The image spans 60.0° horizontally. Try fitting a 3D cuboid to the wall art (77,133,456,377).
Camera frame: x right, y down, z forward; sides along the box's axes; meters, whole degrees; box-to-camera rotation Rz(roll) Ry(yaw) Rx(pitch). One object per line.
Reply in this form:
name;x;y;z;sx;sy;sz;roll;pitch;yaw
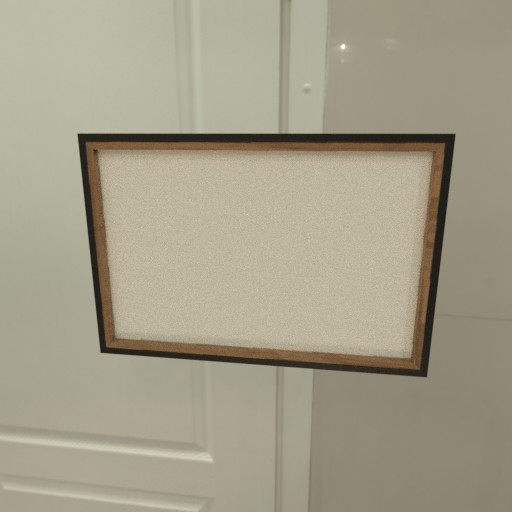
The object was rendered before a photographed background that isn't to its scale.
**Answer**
wall art;0.000;0.000;0.837;0.659;0.446;0.022;2;16;8
